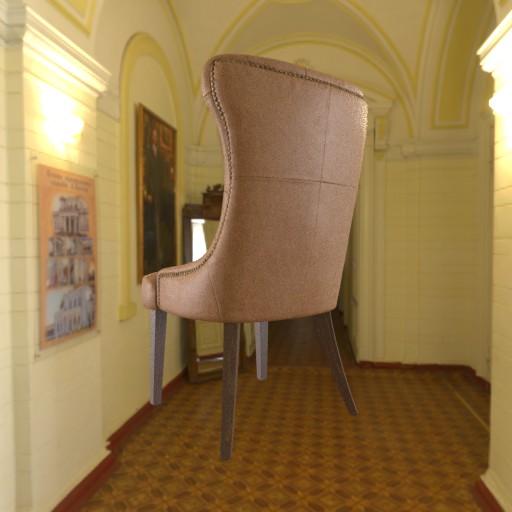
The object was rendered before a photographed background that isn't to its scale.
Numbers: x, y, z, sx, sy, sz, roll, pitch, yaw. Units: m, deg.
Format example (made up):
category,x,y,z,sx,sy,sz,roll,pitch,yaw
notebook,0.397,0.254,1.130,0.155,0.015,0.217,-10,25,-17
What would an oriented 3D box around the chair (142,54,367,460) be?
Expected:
category,x,y,z,sx,sy,sz,roll,pitch,yaw
chair,0.000,0.000,1.489,0.611,1.065,0.669,-1,2,-37
